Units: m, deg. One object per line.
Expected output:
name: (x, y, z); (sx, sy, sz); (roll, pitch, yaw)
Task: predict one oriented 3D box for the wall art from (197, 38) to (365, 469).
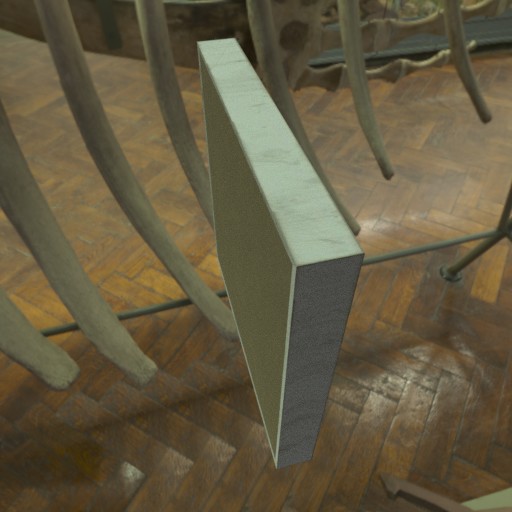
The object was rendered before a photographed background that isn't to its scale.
wall art: (0.000, 0.000, 0.441); (0.038, 0.303, 0.305); (-11, 47, -10)
